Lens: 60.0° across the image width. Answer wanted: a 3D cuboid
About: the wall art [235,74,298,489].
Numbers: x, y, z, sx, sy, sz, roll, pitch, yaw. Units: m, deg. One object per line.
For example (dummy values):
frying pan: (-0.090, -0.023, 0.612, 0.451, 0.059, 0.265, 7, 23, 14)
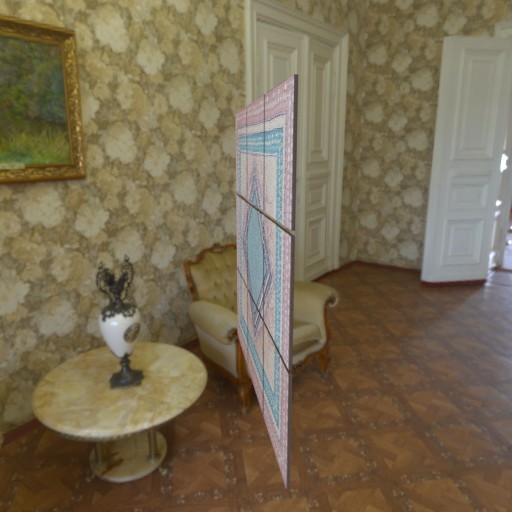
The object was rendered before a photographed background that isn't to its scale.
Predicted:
wall art: (0.000, 0.000, 2.295, 0.014, 1.525, 1.527, -2, 13, -9)
